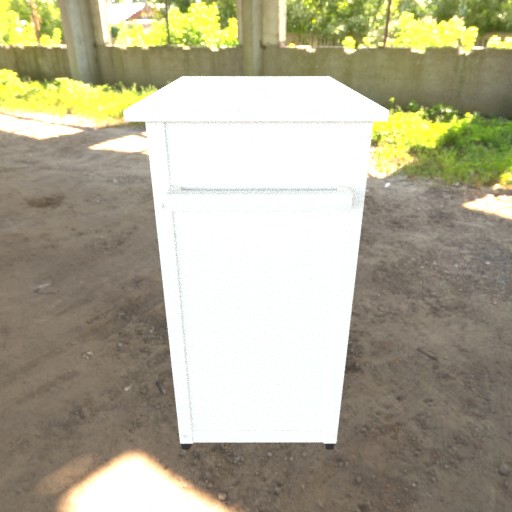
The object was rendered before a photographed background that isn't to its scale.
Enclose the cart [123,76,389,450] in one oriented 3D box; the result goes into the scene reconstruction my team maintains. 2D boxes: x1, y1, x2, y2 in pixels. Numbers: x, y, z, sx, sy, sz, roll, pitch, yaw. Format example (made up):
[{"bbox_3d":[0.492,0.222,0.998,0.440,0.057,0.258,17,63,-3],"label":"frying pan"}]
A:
[{"bbox_3d":[0.000,0.000,1.218,0.442,0.864,0.683,0,27,0],"label":"cart"}]
